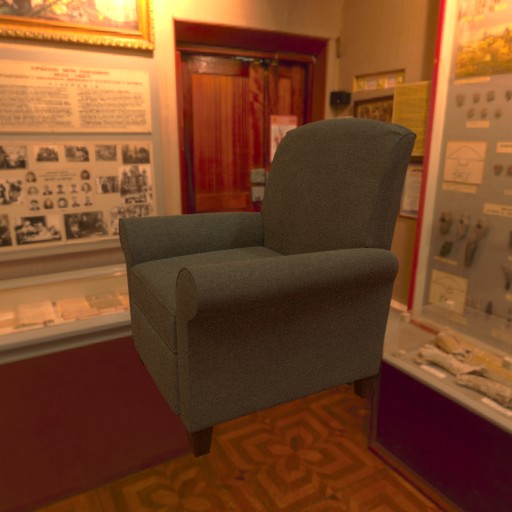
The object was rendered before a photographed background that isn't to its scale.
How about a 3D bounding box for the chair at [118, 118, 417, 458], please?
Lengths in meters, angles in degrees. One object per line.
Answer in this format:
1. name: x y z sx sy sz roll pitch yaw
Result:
1. chair: 0.000 0.000 1.765 0.905 1.061 0.978 -8 17 -27
